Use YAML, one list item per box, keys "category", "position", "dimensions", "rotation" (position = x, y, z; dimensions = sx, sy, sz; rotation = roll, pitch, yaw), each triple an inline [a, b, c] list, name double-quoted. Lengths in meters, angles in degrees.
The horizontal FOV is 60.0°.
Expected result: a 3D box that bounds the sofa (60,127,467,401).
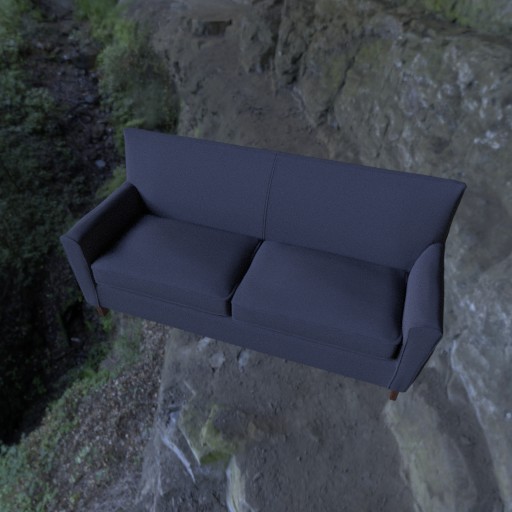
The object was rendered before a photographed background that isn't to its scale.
- category: "sofa"
  position: [0.000, 0.000, 2.507]
  dimensions: [2.002, 0.907, 0.843]
  rotation: [13, 43, 14]
